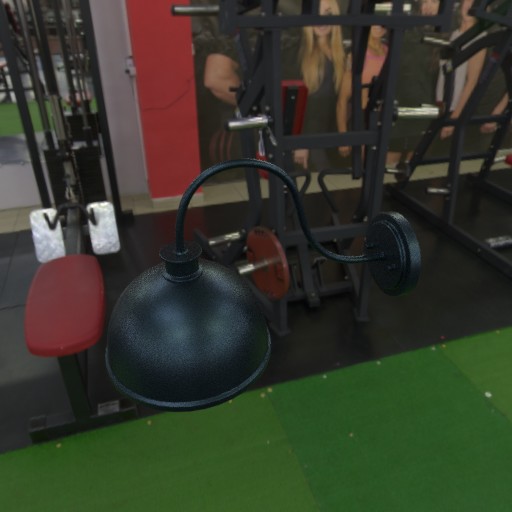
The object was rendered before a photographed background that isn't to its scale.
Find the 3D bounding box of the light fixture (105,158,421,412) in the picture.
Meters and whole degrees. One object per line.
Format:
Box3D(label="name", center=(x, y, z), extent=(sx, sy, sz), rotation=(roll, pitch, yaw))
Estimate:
Box3D(label="light fixture", center=(0.000, 0.000, 0.642), extent=(0.467, 0.295, 0.253), rotation=(-8, 32, -14))
